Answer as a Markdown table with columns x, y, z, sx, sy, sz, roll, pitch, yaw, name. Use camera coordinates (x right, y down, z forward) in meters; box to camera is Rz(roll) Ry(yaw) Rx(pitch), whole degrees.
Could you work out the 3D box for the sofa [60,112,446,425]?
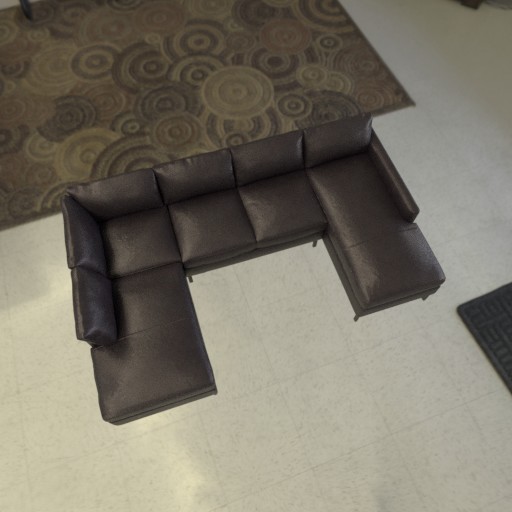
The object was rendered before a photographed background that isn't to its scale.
| x | y | z | sx | sy | sz | roll | pitch | yaw | name |
| --- | --- | --- | --- | --- | --- | --- | --- | --- | --- |
| 0.000 | 0.000 | 3.853 | 2.956 | 0.900 | 1.939 | -16 | 64 | -8 | sofa |
